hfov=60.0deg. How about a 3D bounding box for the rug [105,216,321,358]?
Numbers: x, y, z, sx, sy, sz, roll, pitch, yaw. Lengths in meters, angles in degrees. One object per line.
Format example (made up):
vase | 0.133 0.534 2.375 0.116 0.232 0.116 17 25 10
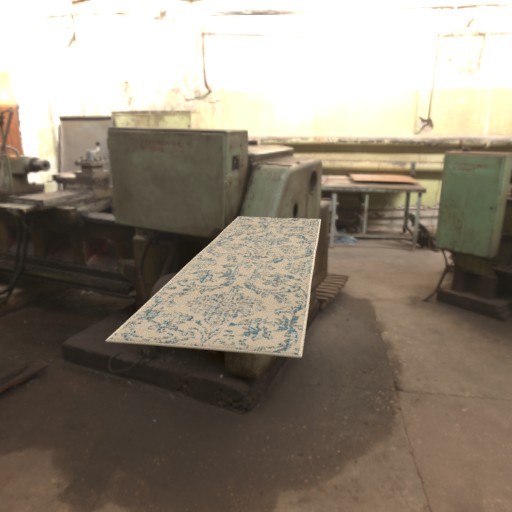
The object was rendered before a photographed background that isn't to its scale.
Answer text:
rug | 0.000 0.000 2.479 0.662 0.011 2.196 3 16 9
